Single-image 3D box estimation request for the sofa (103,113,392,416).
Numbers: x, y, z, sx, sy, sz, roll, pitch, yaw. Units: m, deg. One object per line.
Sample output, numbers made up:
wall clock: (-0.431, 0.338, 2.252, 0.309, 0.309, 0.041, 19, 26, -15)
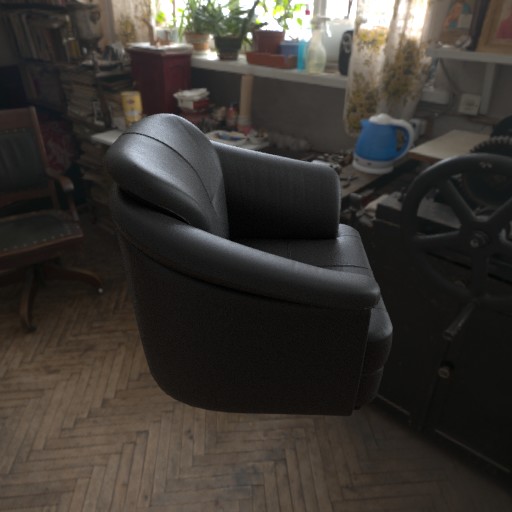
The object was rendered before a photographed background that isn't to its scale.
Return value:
sofa: (0.000, 0.000, 1.458, 0.794, 0.811, 0.870, 1, 32, 1)
